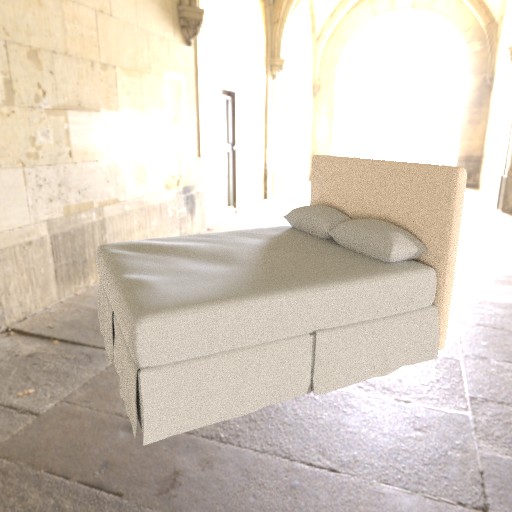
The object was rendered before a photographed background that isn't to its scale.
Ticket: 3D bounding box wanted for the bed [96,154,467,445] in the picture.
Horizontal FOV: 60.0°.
[{"bbox_3d":[0.000,0.000,3.207,2.142,1.330,1.748,-7,17,-24],"label":"bed"}]
